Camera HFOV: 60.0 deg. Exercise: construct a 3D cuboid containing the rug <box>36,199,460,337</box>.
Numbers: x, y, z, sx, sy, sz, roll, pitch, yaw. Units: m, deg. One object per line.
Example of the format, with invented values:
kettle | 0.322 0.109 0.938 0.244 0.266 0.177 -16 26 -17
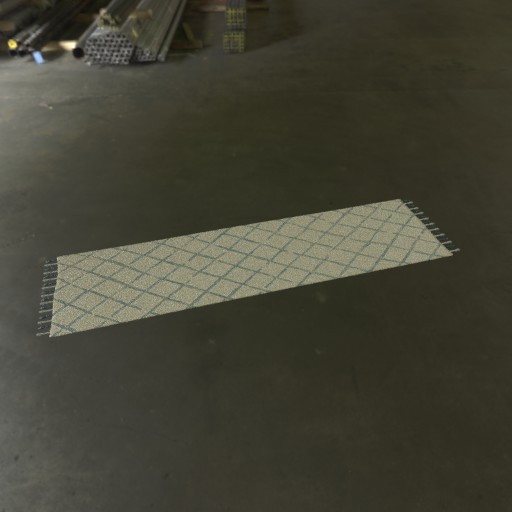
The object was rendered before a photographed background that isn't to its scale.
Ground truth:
rug | 0.000 0.000 2.597 2.372 0.008 0.620 -10 42 -12
